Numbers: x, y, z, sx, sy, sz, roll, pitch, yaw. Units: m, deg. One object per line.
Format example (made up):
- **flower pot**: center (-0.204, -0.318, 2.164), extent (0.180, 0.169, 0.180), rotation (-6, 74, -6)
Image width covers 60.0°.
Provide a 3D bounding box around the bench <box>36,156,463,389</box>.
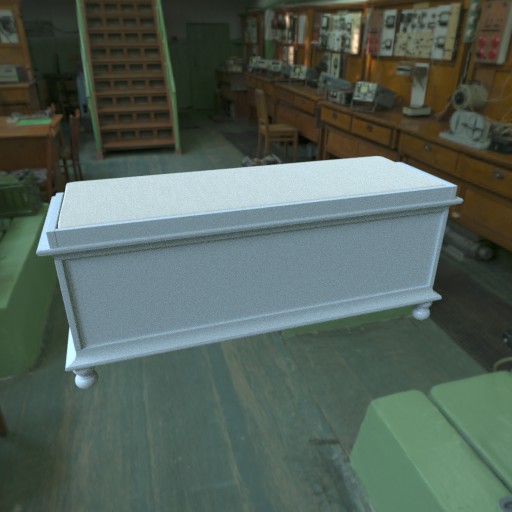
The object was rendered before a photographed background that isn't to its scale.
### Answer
- **bench**: center (0.000, 0.000, 1.434), extent (1.185, 0.486, 0.402), rotation (-8, 28, -16)
